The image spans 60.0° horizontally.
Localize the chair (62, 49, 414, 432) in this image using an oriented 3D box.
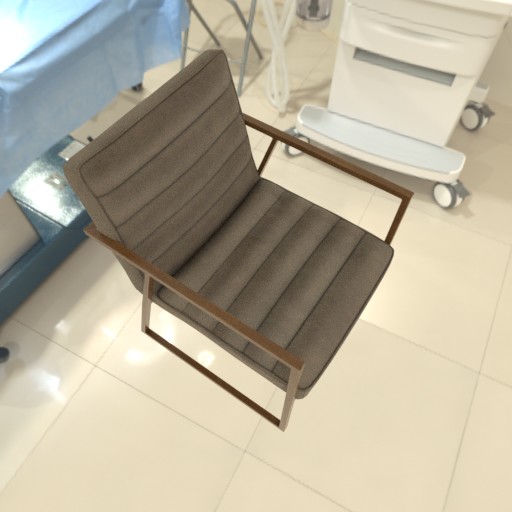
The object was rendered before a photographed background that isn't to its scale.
[{"bbox_3d":[0.000,0.000,1.303,0.682,0.843,0.578,30,62,18],"label":"chair"}]
